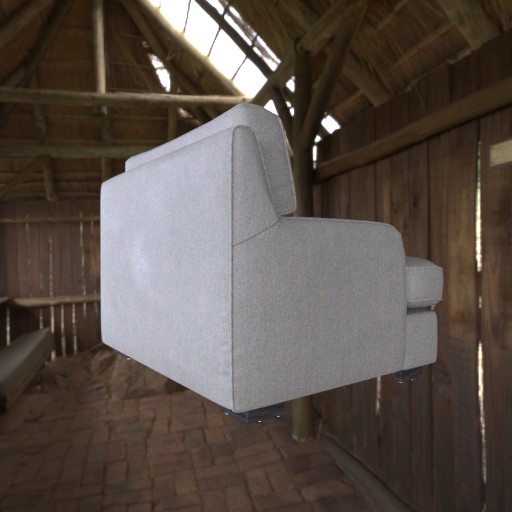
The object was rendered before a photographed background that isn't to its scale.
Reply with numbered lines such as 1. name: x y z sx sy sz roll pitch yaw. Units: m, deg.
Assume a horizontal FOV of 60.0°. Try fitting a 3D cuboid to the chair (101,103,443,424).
1. chair: 0.000 0.000 1.983 1.043 0.974 1.270 0 0 -36
